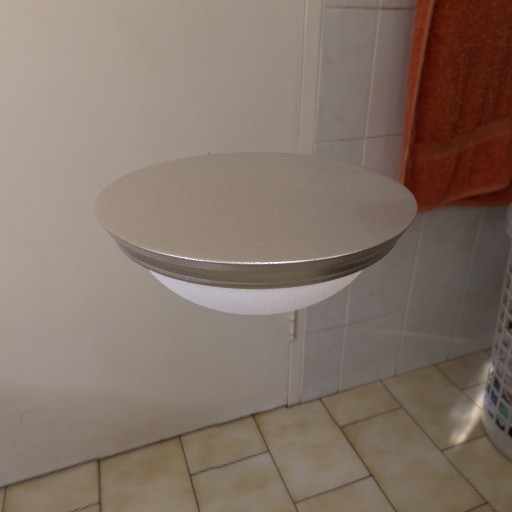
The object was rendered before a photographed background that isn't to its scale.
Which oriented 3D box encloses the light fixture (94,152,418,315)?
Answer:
[{"bbox_3d":[0.000,0.000,0.433,0.280,0.135,0.280,0,27,0],"label":"light fixture"}]
